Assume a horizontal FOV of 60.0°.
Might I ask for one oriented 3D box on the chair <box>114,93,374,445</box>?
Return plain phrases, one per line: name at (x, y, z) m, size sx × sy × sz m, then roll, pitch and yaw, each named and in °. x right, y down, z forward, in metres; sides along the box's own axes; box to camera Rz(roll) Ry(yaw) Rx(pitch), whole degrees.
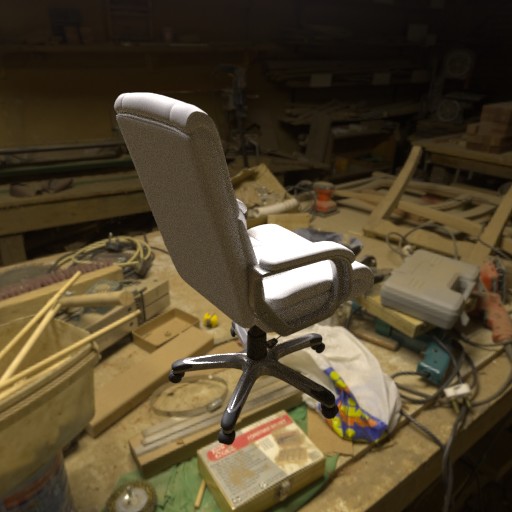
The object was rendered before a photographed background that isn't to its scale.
chair at (0.000, 0.000, 1.575) m, size 0.738 × 1.120 × 0.687 m, roll -17°, pitch 30°, yaw -32°
